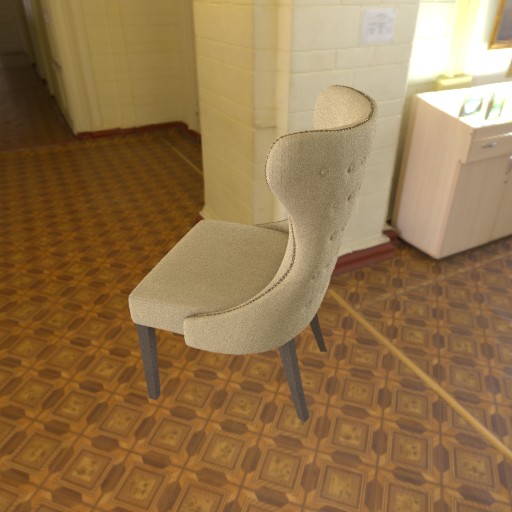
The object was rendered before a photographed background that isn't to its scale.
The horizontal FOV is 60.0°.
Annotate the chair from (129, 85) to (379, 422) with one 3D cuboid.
[{"bbox_3d":[0.000,0.000,1.413,0.635,0.967,0.628,9,32,15],"label":"chair"}]
